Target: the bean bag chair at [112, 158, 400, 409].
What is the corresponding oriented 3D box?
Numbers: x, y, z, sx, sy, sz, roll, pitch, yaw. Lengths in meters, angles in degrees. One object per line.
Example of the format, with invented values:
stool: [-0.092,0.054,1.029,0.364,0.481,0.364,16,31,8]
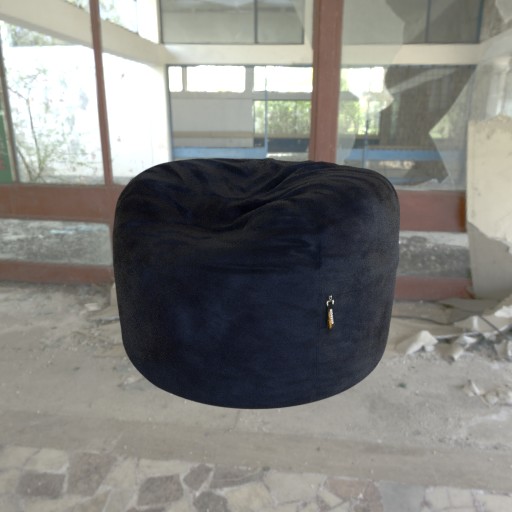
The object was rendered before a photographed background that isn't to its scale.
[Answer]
bean bag chair: [0.000,0.000,1.492,0.918,0.616,0.918,0,16,0]
